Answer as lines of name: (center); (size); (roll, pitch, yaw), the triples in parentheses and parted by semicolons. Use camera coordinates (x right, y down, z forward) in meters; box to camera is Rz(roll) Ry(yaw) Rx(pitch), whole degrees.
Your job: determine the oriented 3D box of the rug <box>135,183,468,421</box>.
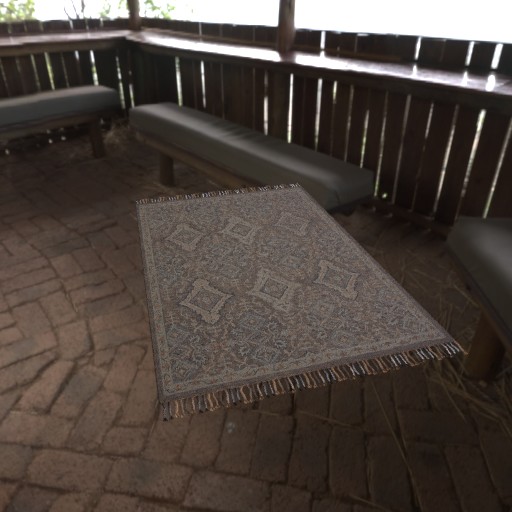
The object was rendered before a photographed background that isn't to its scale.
rug: (0.000, 0.000, 3.046); (1.516, 0.010, 2.434); (-8, 31, -14)
